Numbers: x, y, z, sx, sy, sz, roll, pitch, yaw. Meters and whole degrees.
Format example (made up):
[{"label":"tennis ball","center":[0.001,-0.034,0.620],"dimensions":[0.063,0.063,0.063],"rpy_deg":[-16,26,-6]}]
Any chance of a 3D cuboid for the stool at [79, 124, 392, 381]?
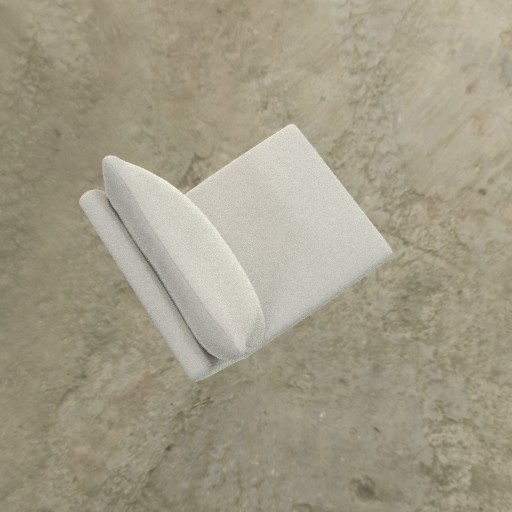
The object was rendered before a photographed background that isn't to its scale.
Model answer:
[{"label":"stool","center":[0.000,0.000,1.296],"dimensions":[0.572,1.032,0.463],"rpy_deg":[-34,79,-7]}]
